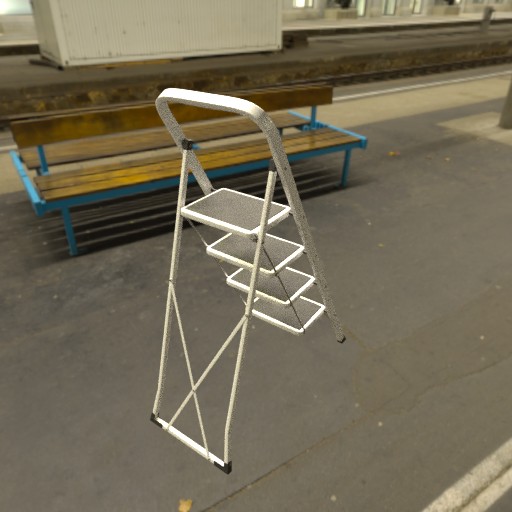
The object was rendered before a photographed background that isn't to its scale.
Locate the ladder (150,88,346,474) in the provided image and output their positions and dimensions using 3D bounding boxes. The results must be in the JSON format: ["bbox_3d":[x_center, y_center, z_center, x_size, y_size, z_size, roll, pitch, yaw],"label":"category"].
[{"bbox_3d":[0.000,0.000,1.693,0.460,1.265,0.914,20,37,30],"label":"ladder"}]
